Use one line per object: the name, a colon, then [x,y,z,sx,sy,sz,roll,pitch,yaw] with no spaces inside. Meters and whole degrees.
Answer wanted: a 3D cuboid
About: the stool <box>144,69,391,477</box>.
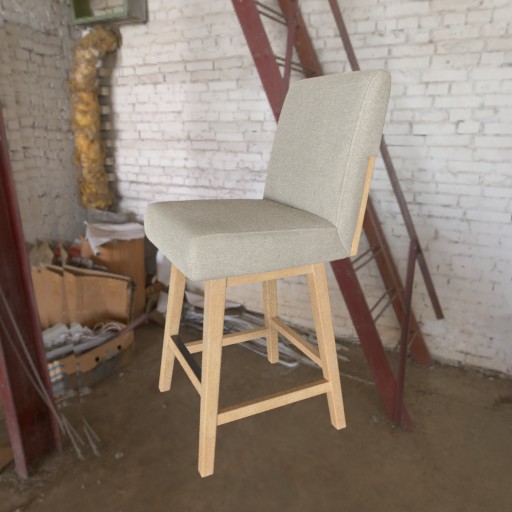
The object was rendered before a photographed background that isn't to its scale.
stool: [0.000,0.000,1.396,0.606,1.085,0.507,-8,19,-25]
